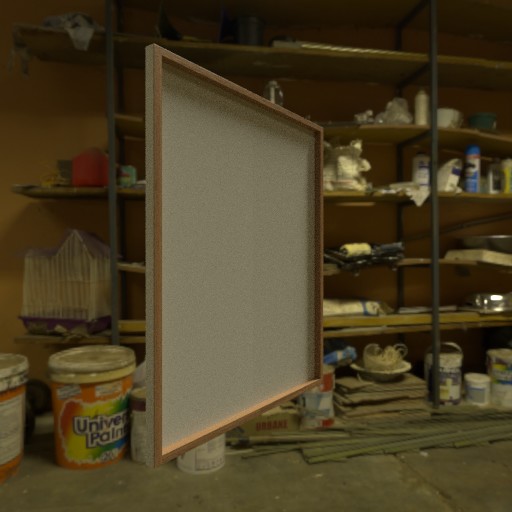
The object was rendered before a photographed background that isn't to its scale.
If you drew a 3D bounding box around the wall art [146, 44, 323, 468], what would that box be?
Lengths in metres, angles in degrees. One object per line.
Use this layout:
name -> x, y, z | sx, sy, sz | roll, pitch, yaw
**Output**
wall art -> 0.000, 0.000, 0.992 | 0.021, 0.710, 0.609 | 0, 0, 36
